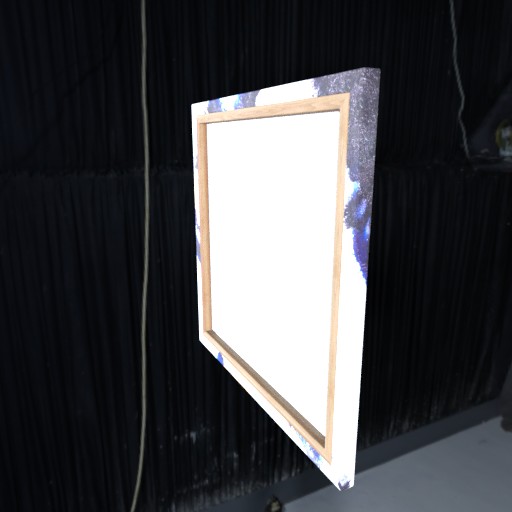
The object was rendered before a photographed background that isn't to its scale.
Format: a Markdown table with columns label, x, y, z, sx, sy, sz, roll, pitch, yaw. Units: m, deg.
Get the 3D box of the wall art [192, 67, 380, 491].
| label | x | y | z | sx | sy | sz | roll | pitch | yaw |
| --- | --- | --- | --- | --- | --- | --- | --- | --- | --- |
| wall art | 0.000 | 0.000 | 1.270 | 0.038 | 0.885 | 0.887 | -7 | 16 | -27 |
